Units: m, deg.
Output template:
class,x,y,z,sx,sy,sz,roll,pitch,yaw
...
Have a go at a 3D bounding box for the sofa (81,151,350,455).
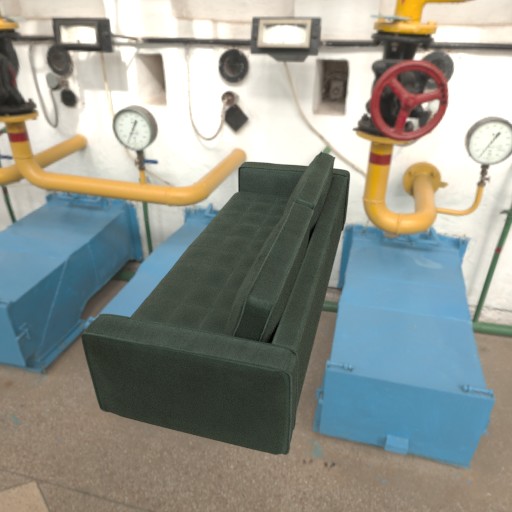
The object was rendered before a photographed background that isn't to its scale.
class,x,y,z,sx,sy,sz,roll,pitch,yaw
sofa,0.000,0.000,2.646,0.886,0.781,2.214,8,31,14
